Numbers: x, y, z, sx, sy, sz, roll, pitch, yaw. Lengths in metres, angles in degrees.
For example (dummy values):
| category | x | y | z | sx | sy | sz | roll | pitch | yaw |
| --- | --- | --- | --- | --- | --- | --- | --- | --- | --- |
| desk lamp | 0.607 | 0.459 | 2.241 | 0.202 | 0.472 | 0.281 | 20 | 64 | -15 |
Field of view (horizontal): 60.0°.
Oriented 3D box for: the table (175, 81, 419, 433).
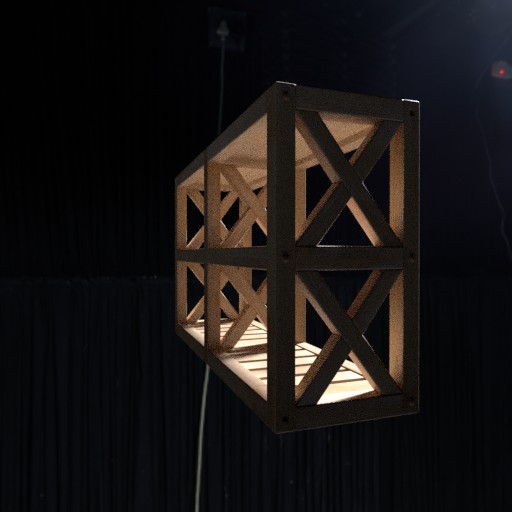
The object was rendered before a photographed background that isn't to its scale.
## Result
| category | x | y | z | sx | sy | sz | roll | pitch | yaw |
| --- | --- | --- | --- | --- | --- | --- | --- | --- | --- |
| table | 0.000 | 0.000 | 1.634 | 0.381 | 0.762 | 1.320 | 0 | 0 | -20 |
